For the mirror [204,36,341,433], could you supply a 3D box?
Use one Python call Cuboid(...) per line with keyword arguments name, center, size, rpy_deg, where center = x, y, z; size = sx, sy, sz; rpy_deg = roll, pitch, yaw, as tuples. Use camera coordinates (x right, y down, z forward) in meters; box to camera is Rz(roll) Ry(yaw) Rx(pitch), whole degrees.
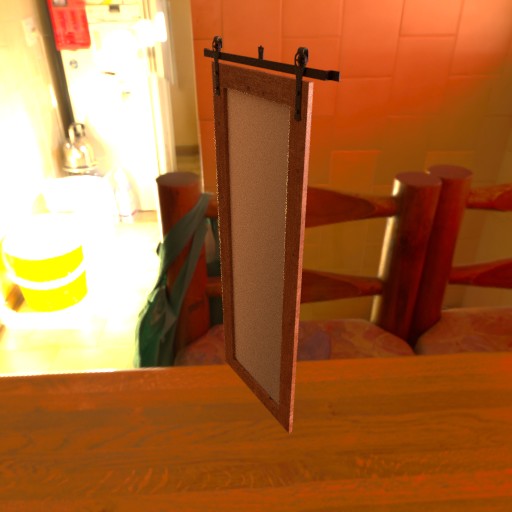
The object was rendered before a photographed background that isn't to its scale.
Cuboid(name="mirror", center=(0.000, 0.000, 2.048), size=(0.042, 1.793, 0.847), rpy_deg=(-19, 35, -29))
